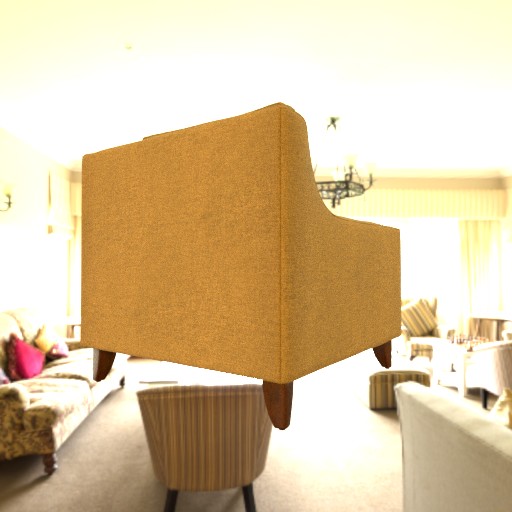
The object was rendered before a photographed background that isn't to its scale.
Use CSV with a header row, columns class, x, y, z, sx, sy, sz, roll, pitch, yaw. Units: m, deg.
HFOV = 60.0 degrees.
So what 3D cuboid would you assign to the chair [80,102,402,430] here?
class,x,y,z,sx,sy,sz,roll,pitch,yaw
chair,0.000,0.000,1.630,0.838,0.864,0.918,-1,-1,36
